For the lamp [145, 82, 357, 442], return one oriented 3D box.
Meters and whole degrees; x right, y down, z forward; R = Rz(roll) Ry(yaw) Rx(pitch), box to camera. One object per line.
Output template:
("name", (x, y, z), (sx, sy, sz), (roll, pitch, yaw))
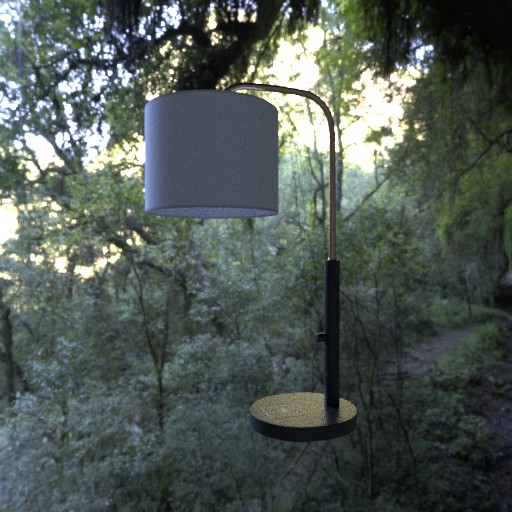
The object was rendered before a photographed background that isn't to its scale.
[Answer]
("lamp", (0.000, 0.000, 0.695), (0.337, 0.540, 0.199), (0, 1, -18))
